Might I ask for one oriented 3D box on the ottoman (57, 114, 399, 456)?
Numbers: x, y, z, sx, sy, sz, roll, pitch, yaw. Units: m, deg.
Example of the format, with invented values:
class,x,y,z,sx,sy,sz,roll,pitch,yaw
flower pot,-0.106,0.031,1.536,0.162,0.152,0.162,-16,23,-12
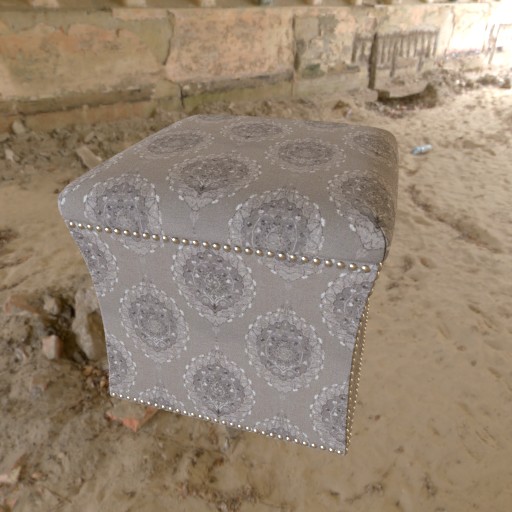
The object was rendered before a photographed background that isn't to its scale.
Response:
class,x,y,z,sx,sy,sz,roll,pitch,yaw
ottoman,0.000,0.000,0.893,0.497,0.473,0.507,9,32,14
